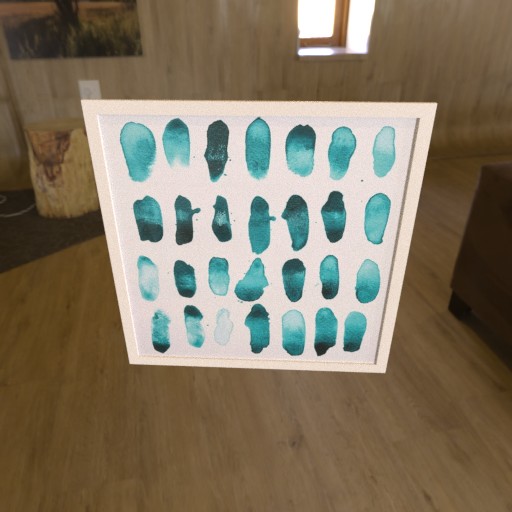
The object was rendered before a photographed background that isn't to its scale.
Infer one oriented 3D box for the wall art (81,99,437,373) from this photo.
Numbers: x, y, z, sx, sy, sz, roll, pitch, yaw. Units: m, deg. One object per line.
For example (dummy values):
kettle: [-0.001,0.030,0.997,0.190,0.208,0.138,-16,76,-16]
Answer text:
wall art: [0.000,0.000,0.834,0.558,0.559,0.009,1,29,2]
